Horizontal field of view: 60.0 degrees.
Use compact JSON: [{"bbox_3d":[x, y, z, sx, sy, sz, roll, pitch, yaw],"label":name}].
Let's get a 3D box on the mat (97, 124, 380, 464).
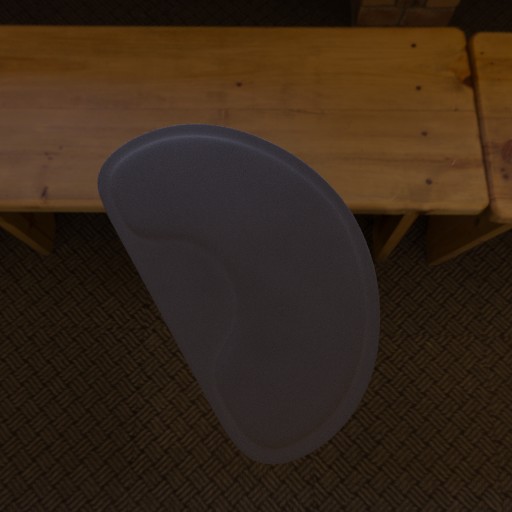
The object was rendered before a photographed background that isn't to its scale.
[{"bbox_3d":[0.000,0.000,1.865,0.913,0.013,1.524,-30,76,-8],"label":"mat"}]
